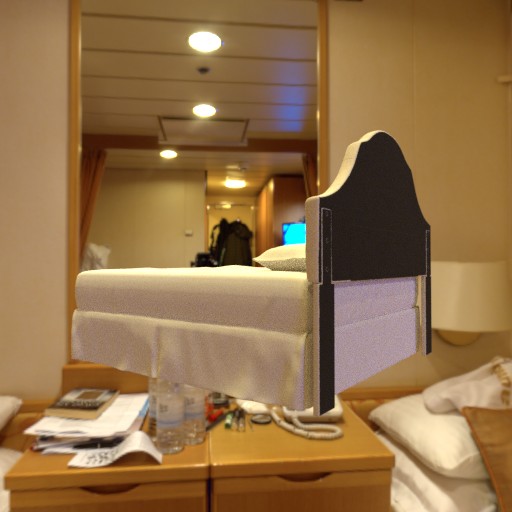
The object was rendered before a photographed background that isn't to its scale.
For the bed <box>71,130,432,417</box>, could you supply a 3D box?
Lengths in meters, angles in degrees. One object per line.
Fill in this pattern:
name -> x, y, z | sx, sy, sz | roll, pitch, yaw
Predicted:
bed -> 0.000, 0.000, 3.598 | 2.214, 1.615, 2.008 | -1, -1, 37
